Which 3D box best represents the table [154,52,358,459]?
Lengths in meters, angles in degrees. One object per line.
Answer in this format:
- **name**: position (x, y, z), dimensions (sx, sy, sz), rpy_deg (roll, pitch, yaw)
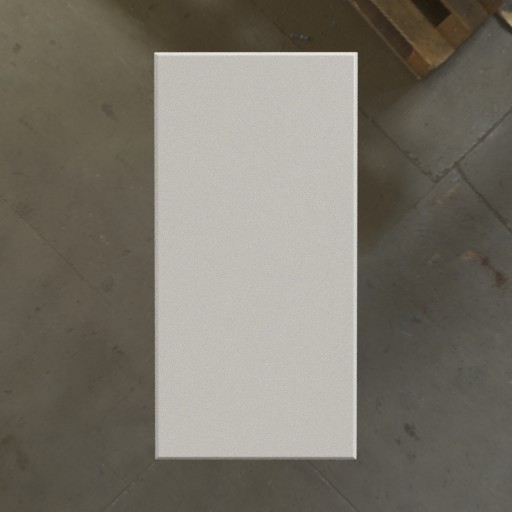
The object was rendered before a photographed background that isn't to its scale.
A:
- **table**: position (0.000, 0.000, 1.454), dimensions (0.551, 0.506, 1.109), rpy_deg (0, 91, 0)
